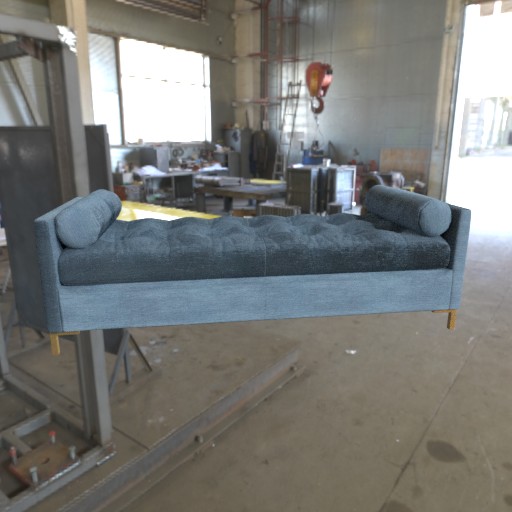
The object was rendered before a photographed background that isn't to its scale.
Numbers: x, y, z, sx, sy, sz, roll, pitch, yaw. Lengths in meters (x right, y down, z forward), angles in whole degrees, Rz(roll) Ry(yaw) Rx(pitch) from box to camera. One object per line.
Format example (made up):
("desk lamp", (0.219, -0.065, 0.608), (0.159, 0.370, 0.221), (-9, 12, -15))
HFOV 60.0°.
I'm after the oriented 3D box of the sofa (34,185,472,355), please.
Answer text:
("sofa", (0.000, 0.000, 2.506), (2.102, 0.705, 0.796), (-2, 15, -8))
